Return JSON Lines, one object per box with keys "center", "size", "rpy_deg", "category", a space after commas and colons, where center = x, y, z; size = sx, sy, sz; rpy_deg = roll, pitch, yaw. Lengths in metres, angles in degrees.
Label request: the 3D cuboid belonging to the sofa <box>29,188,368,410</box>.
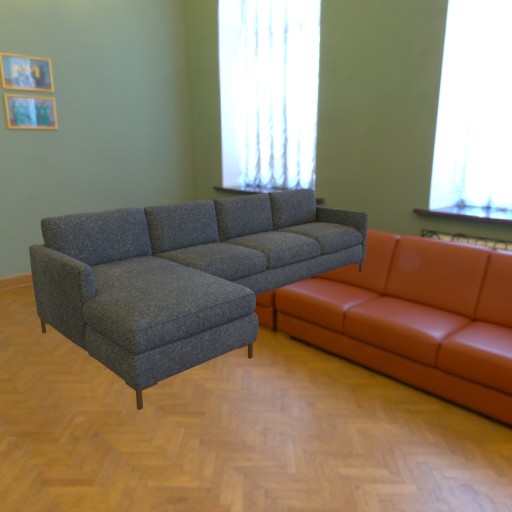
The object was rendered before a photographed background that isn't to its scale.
{"center": [0.000, 0.000, 3.458], "size": [1.350, 0.810, 2.932], "rpy_deg": [14, 20, 43], "category": "sofa"}
